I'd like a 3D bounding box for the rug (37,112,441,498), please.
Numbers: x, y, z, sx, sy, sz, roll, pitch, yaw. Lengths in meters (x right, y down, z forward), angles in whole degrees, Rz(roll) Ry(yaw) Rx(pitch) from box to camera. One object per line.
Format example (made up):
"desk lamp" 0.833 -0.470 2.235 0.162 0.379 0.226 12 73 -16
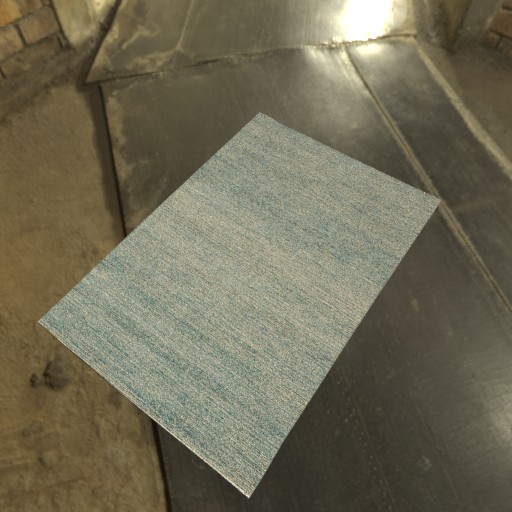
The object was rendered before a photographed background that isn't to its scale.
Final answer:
"rug" 0.000 0.000 5.126 2.802 0.052 4.078 32 63 18
